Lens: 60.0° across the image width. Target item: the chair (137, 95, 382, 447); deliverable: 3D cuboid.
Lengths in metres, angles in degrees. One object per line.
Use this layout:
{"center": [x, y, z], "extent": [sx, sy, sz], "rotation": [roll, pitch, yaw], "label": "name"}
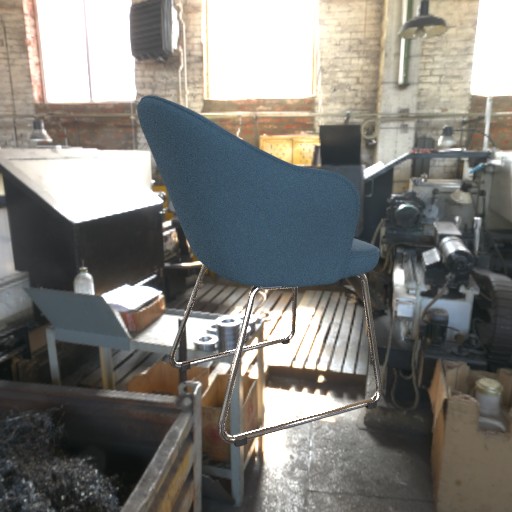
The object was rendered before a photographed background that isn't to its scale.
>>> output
{"center": [0.000, 0.000, 1.235], "extent": [0.585, 0.815, 0.570], "rotation": [-7, 15, -26], "label": "chair"}
